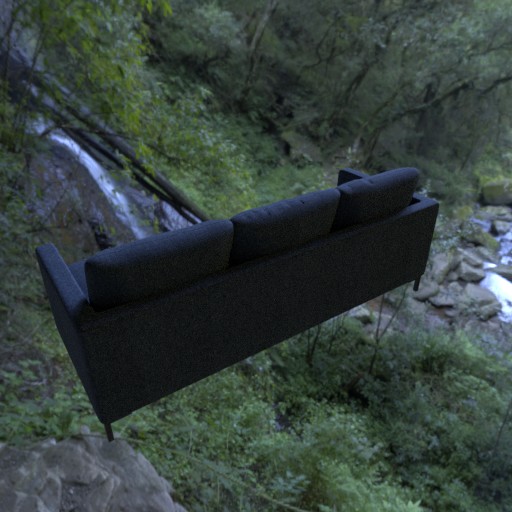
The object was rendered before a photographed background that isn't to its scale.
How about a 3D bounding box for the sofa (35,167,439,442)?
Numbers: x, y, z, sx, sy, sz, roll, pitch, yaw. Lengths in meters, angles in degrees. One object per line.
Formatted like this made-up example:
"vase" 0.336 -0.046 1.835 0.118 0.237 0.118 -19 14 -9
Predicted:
"sofa" 0.000 0.000 2.633 2.218 0.874 0.859 -19 35 -29
